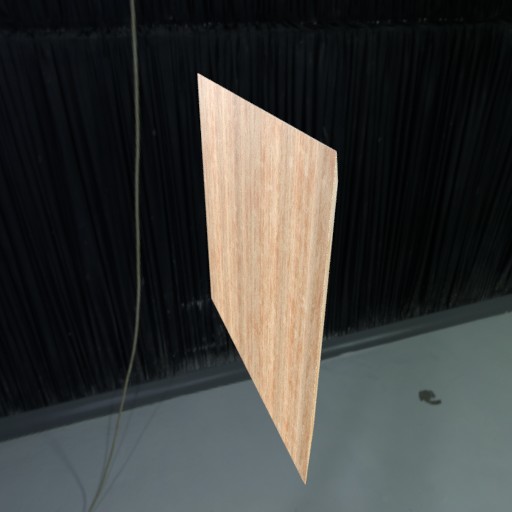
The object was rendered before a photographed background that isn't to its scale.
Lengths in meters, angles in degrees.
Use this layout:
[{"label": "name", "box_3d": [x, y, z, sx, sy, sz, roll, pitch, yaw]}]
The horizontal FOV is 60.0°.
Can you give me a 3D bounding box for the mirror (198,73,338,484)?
[{"label": "mirror", "box_3d": [0.000, 0.000, 0.953, 0.047, 0.651, 0.651, -11, 32, -18]}]
